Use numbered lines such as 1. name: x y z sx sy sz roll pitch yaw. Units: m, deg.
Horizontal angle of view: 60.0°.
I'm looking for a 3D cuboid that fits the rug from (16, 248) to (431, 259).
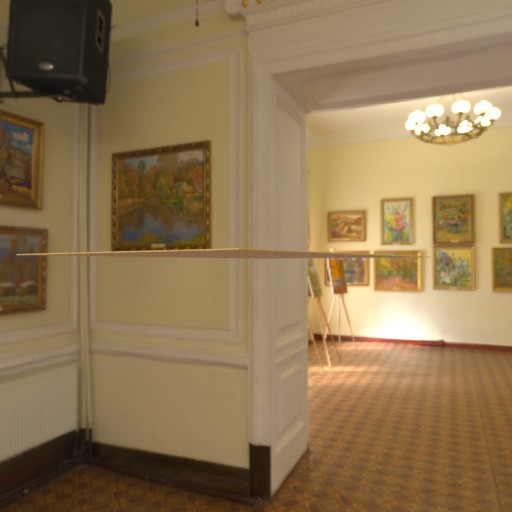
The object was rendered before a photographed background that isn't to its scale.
1. rug: 0.000 0.000 3.638 1.981 0.006 2.895 -1 -1 37
